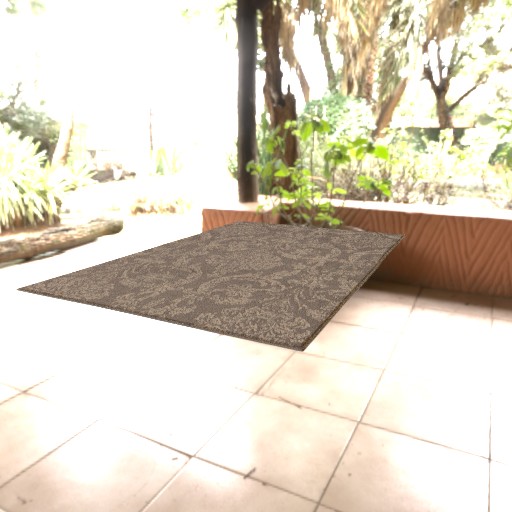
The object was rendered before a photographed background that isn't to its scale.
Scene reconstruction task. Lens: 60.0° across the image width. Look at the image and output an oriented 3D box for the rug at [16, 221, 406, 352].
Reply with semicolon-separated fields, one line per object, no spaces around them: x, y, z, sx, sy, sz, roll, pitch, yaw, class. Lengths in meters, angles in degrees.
0.000;0.000;2.276;1.206;0.012;1.824;7;15;26;rug
